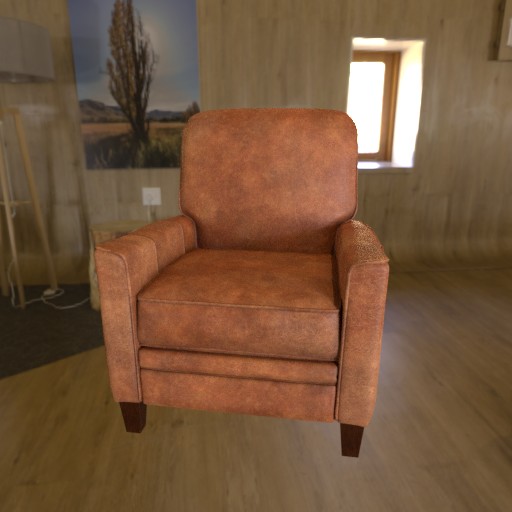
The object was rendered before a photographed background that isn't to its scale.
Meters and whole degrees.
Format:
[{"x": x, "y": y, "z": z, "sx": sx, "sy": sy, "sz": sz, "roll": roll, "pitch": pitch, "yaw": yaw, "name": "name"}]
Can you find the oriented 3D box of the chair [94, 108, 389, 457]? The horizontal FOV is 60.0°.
[{"x": 0.000, "y": 0.000, "z": 1.608, "sx": 0.843, "sy": 1.043, "sz": 0.836, "roll": 3, "pitch": 17, "yaw": 9, "name": "chair"}]
